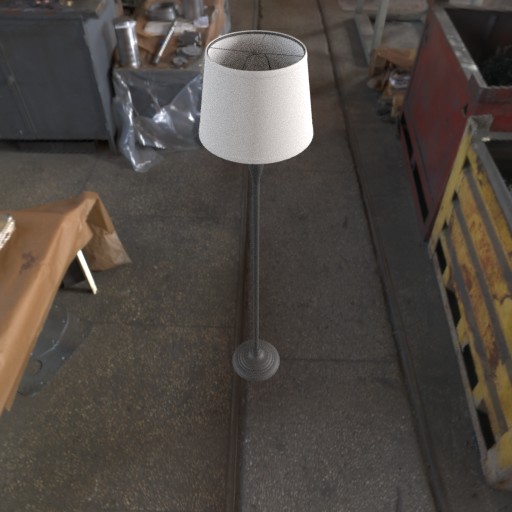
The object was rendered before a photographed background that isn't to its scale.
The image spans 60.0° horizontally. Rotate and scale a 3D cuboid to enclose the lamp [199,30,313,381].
[{"bbox_3d":[0.000,0.000,1.656,0.327,1.506,0.327,-25,51,-21],"label":"lamp"}]
